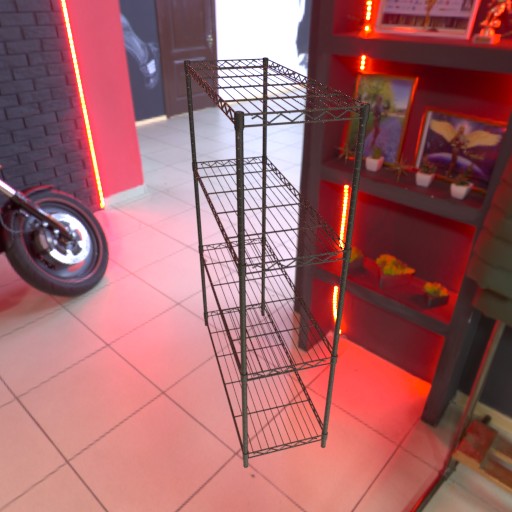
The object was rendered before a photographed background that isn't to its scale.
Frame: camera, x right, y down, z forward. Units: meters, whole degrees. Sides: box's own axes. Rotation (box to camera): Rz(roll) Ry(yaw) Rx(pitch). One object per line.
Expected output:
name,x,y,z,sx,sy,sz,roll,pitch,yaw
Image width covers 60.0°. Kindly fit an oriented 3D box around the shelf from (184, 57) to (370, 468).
shelf,0.000,0.000,1.792,0.352,1.361,0.907,-8,32,-13
